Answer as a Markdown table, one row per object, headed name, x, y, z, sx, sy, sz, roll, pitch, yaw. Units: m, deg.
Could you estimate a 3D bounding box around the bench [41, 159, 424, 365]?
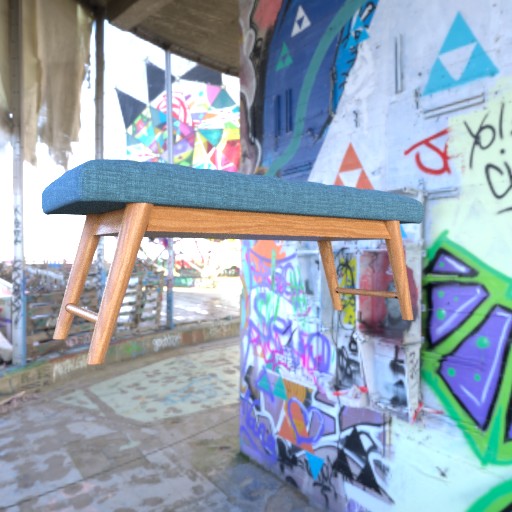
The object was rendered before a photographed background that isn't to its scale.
| name | x | y | z | sx | sy | sz | roll | pitch | yaw |
| --- | --- | --- | --- | --- | --- | --- | --- | --- | --- |
| bench | 0.000 | 0.000 | 1.336 | 1.118 | 0.432 | 0.406 | 0 | 0 | -35 |
